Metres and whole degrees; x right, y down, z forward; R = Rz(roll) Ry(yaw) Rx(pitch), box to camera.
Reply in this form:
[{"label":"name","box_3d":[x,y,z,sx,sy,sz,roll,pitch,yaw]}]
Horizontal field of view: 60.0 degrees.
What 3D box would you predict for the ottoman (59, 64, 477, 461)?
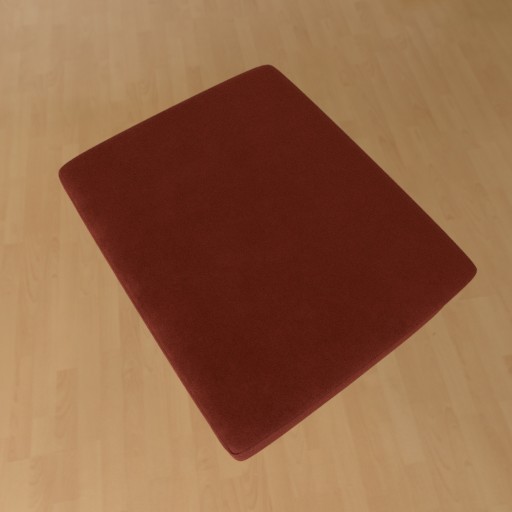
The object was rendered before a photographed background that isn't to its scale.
[{"label":"ottoman","box_3d":[0.000,0.000,1.161,0.650,0.462,0.782,-32,68,-15]}]
